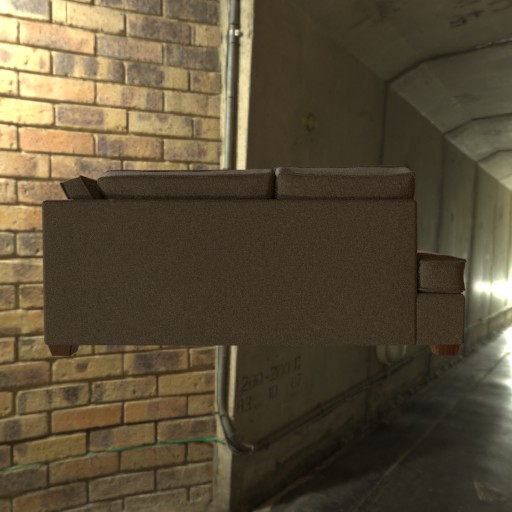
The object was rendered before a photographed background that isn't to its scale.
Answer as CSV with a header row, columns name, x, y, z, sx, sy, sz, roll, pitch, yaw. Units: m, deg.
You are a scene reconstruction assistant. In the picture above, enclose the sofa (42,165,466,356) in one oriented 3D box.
name,x,y,z,sx,sy,sz,roll,pitch,yaw
sofa,0.000,0.000,2.844,2.237,1.033,1.110,0,2,0
